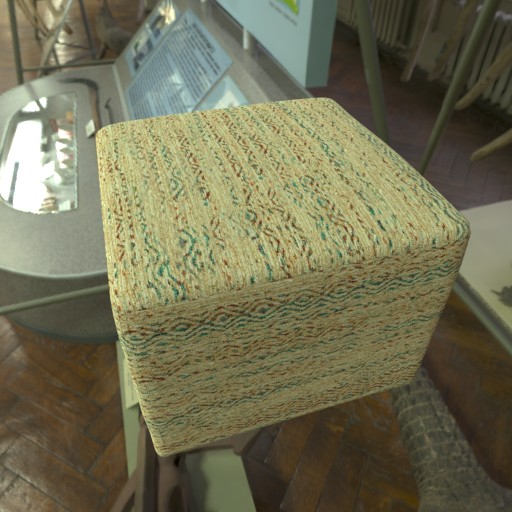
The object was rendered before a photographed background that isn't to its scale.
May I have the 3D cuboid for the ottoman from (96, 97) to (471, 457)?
[{"bbox_3d":[0.000,0.000,0.877,0.521,0.453,0.512,-12,43,-13],"label":"ottoman"}]
